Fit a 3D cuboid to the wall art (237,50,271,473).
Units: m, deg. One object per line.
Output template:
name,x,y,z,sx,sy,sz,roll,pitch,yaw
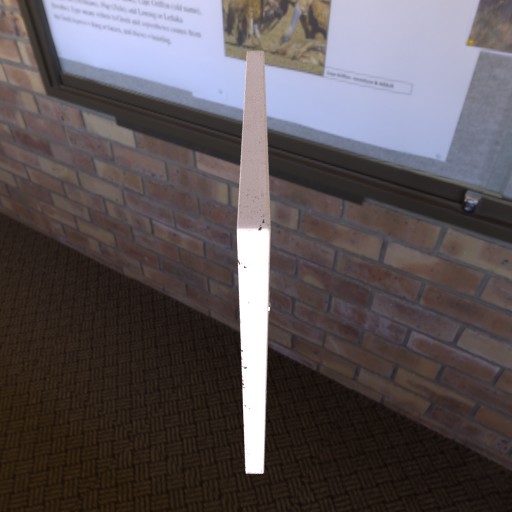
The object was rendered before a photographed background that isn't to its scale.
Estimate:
wall art,0.000,0.000,0.900,0.040,0.611,0.610,0,41,0
